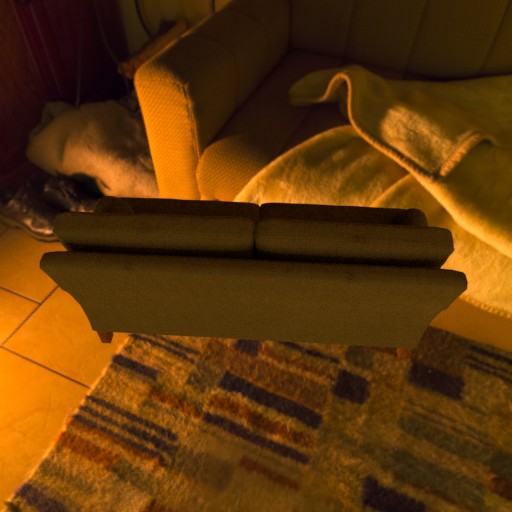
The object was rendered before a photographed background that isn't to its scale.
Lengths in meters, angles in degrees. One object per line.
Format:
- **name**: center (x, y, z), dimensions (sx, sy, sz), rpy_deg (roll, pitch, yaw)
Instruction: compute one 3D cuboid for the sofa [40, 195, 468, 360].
- **sofa**: center (0.000, 0.000, 2.818), dimensions (2.165, 1.087, 1.086), rpy_deg (3, 47, 2)
